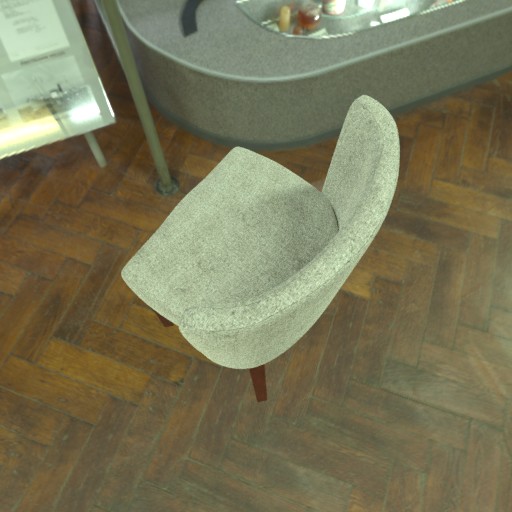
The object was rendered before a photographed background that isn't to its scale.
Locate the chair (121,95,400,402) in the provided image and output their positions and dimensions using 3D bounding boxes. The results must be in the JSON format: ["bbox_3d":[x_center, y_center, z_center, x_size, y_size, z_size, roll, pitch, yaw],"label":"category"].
[{"bbox_3d":[0.000,0.000,1.308,0.575,0.827,0.728,31,67,15],"label":"chair"}]
